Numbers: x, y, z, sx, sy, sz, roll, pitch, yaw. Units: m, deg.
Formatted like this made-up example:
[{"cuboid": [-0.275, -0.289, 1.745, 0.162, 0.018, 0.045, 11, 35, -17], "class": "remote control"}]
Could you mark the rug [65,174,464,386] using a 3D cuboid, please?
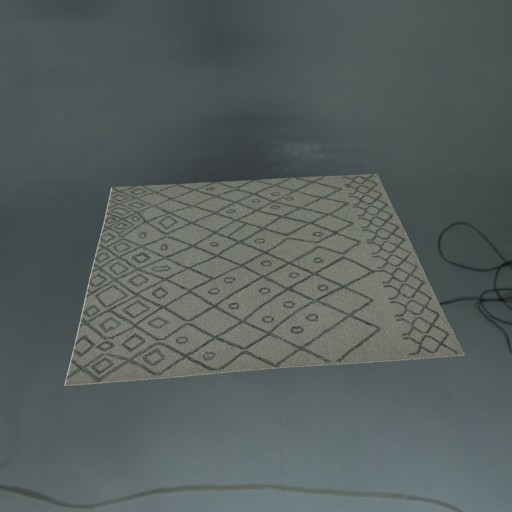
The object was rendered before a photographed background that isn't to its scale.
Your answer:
[{"cuboid": [0.000, 0.000, 4.212, 3.046, 0.015, 2.446, -3, 45, -3], "class": "rug"}]
